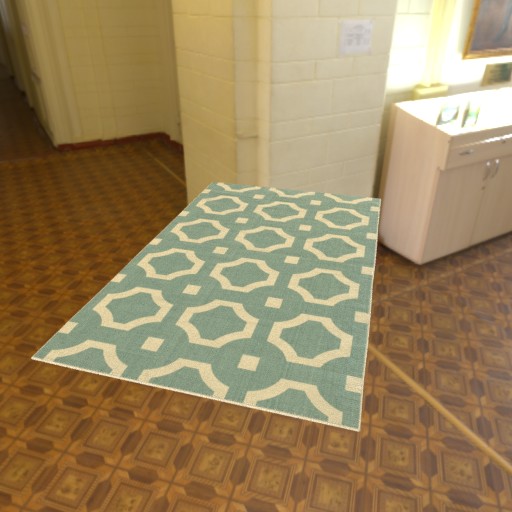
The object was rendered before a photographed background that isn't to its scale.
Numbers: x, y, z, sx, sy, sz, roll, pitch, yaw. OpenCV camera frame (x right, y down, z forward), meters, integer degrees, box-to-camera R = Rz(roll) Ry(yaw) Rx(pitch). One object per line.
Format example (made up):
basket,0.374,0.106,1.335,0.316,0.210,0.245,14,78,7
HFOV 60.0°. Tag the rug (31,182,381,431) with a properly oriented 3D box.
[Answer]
rug,0.000,0.000,2.932,1.528,0.015,2.443,8,31,13
